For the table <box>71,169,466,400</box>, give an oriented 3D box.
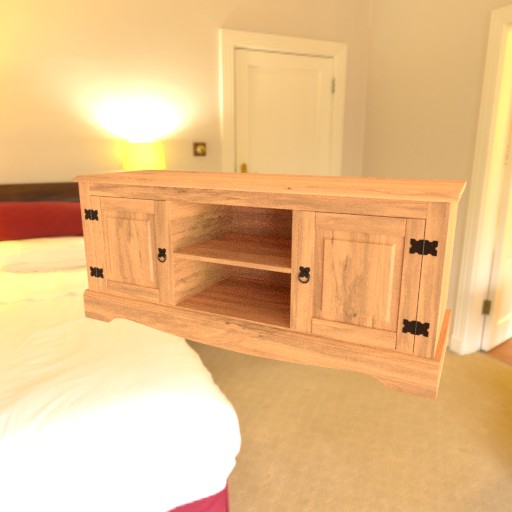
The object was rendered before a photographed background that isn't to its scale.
[{"bbox_3d":[0.000,0.000,1.471,1.200,0.510,0.400,7,16,26],"label":"table"}]
